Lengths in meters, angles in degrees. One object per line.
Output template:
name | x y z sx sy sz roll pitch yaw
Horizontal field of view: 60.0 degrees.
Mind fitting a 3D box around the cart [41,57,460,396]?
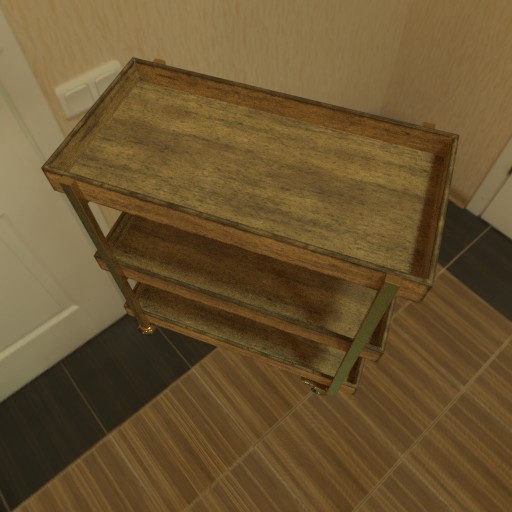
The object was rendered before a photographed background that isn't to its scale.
cart | 0.000 0.000 1.219 0.750 0.799 0.416 17 60 10
